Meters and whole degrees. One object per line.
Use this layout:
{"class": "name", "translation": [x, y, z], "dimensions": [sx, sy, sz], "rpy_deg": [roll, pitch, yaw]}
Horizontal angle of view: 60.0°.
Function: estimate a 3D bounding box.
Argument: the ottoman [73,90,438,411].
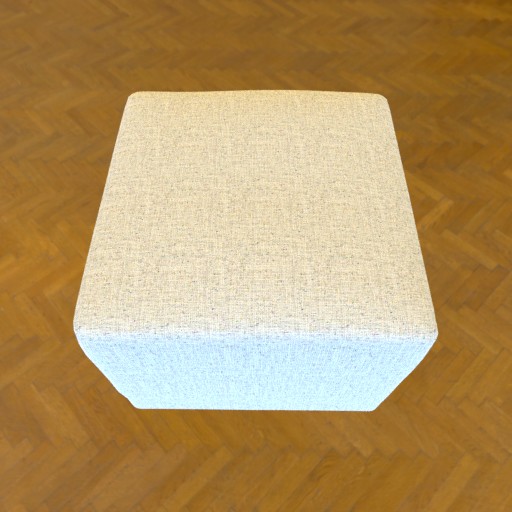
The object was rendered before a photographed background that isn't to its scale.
{"class": "ottoman", "translation": [0.000, 0.000, 0.889], "dimensions": [0.512, 0.453, 0.521], "rpy_deg": [0, 58, 0]}
